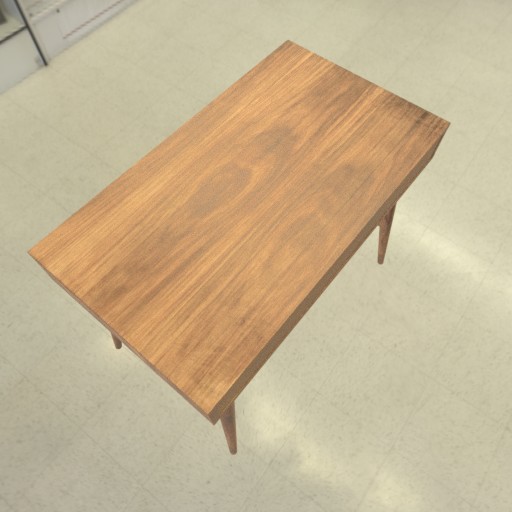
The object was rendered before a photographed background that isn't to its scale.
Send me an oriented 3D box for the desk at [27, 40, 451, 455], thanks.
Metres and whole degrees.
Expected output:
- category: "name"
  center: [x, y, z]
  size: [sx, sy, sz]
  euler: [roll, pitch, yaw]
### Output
- category: "desk"
  center: [0.000, 0.000, 1.407]
  size: [0.588, 0.758, 0.949]
  euler: [36, 67, 18]
